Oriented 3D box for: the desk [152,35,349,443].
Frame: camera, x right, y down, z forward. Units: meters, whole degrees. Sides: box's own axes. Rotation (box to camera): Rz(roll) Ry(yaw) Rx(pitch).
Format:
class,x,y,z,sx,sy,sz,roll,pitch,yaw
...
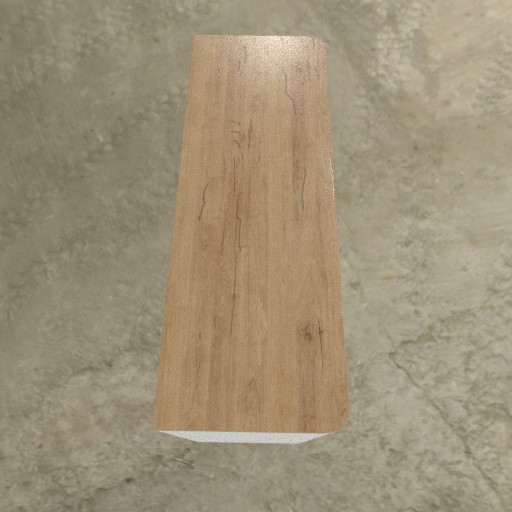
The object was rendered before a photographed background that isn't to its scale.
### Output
class,x,y,z,sx,sy,sz,roll,pitch,yaw
desk,0.000,0.000,1.442,0.390,0.760,1.100,1,66,0
